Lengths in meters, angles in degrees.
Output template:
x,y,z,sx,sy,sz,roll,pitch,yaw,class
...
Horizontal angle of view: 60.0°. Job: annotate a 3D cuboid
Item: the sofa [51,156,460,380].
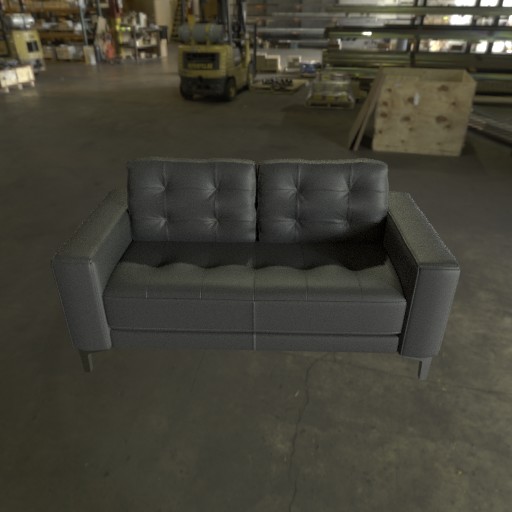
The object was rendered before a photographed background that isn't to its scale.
x,y,z,sx,sy,sz,roll,pitch,yaw,class
0.000,0.000,2.249,1.726,0.893,0.833,1,30,2,sofa
